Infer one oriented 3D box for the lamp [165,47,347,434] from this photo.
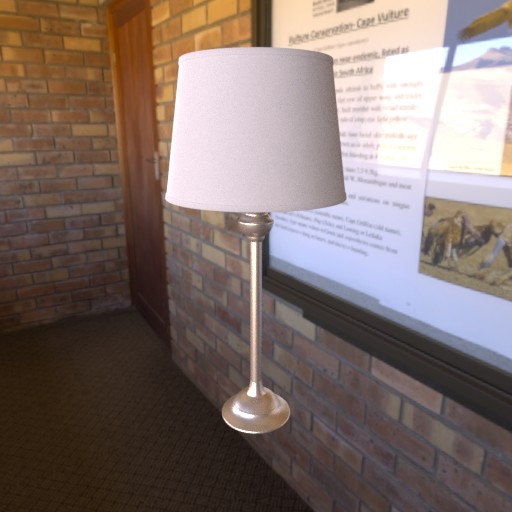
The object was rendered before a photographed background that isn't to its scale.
[{"bbox_3d":[0.000,0.000,0.857,0.331,0.698,0.331,0,16,0],"label":"lamp"}]
